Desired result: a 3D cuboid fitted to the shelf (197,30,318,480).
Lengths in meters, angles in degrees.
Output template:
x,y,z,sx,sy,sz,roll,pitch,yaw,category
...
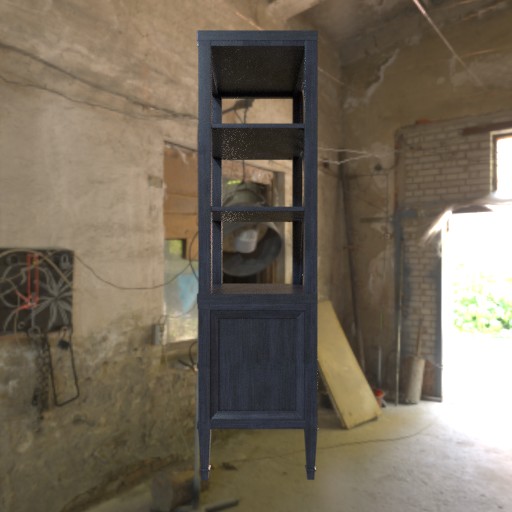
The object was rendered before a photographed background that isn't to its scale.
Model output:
x,y,z,sx,sy,sz,roll,pitch,yaw,category
0.000,0.000,1.989,0.472,1.727,0.584,0,0,0,shelf
